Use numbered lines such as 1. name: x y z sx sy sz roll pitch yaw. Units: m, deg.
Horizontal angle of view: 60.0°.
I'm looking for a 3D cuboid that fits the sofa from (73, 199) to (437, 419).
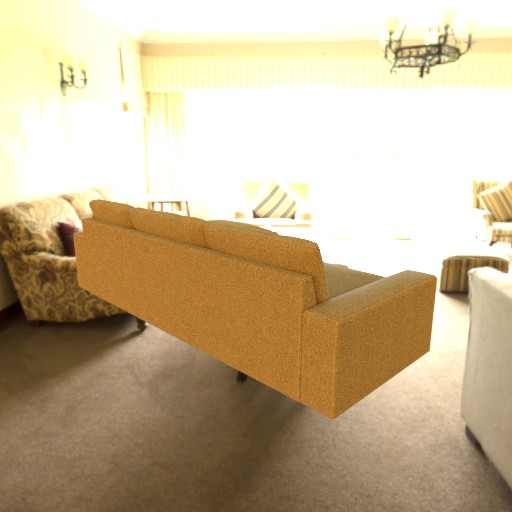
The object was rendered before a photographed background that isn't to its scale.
1. sofa: 0.000 0.000 3.421 1.689 0.813 2.718 -14 20 -43
